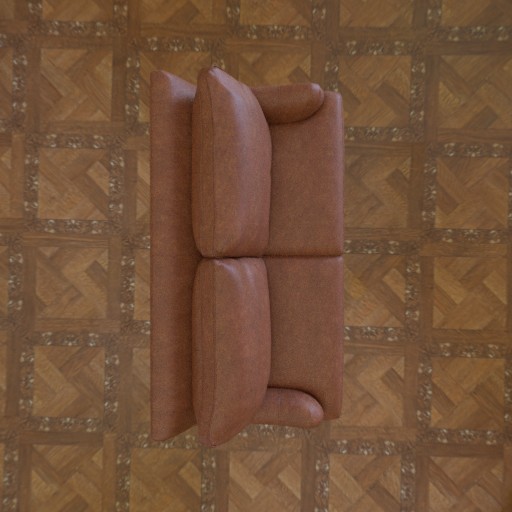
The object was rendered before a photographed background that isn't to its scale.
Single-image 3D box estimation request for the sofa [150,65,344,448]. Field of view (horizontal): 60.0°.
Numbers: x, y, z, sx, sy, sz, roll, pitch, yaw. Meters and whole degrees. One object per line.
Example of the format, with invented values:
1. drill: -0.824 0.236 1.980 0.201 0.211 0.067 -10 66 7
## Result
1. sofa: 0.000 0.000 2.854 1.147 1.071 2.144 0 90 1
